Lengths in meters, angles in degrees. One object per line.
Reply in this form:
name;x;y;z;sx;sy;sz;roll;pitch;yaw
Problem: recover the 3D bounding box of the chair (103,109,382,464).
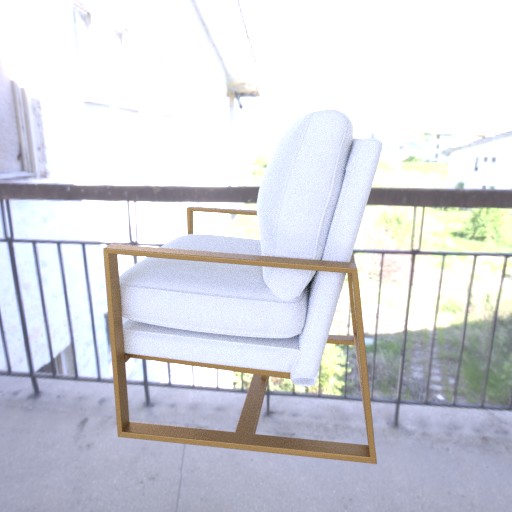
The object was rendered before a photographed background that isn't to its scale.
chair;0.000;0.000;1.562;0.813;0.966;0.805;2;15;8
